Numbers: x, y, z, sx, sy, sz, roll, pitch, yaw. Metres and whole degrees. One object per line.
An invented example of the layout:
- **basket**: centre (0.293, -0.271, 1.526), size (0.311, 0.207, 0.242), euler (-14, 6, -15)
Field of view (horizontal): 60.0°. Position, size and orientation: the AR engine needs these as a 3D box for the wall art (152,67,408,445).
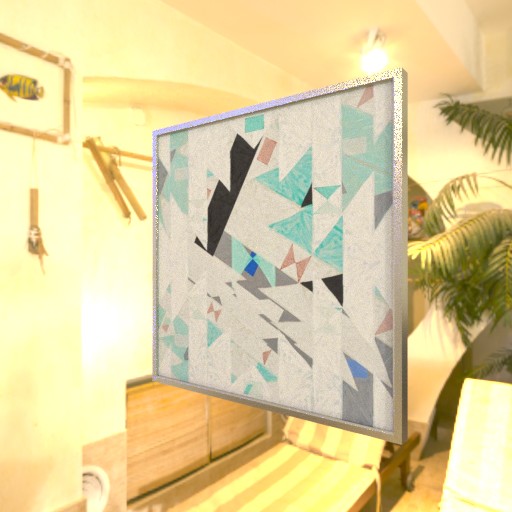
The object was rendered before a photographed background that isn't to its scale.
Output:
- **wall art**: centre (0.000, 0.000, 1.203), size (0.806, 0.806, 0.038), euler (0, 0, 37)
